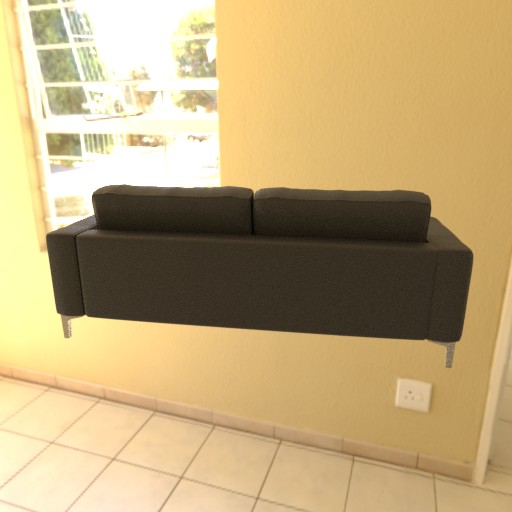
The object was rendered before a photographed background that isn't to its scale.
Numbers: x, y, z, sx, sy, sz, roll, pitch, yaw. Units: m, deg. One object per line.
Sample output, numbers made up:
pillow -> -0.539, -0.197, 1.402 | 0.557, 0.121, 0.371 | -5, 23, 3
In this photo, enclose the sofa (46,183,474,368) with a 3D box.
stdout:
sofa -> 0.000, 0.000, 2.714 | 2.275, 0.893, 0.833 | 3, 17, 8
